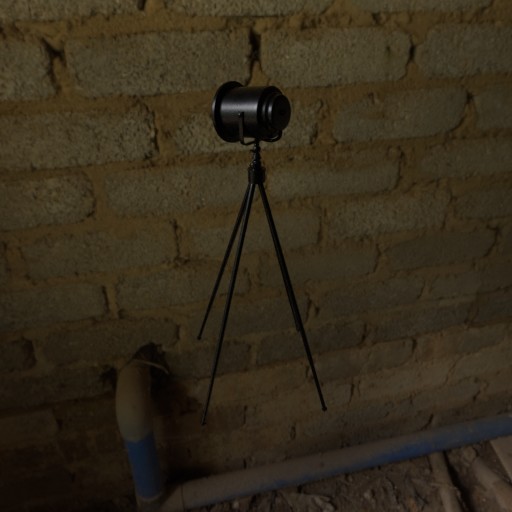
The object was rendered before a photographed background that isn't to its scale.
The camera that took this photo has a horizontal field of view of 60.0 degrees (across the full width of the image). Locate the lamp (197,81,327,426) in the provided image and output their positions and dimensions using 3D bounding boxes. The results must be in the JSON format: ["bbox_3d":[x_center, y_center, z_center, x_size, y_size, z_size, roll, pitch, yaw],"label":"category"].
[{"bbox_3d":[0.000,0.000,2.048,0.884,1.504,0.879,22,38,31],"label":"lamp"}]
